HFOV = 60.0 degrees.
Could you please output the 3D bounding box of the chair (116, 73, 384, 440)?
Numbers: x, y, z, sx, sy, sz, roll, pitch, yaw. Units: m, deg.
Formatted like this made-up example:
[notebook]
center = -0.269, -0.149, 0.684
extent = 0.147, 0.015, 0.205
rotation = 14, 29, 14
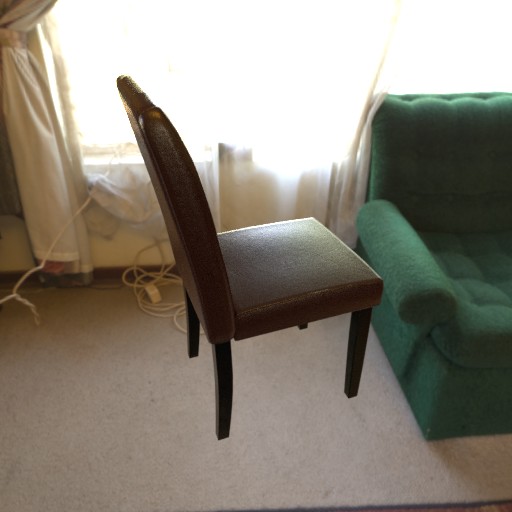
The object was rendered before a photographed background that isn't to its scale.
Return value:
[chair]
center = 0.000, 0.000, 1.178
extent = 0.556, 0.897, 0.399
rotation = -11, 33, -18
